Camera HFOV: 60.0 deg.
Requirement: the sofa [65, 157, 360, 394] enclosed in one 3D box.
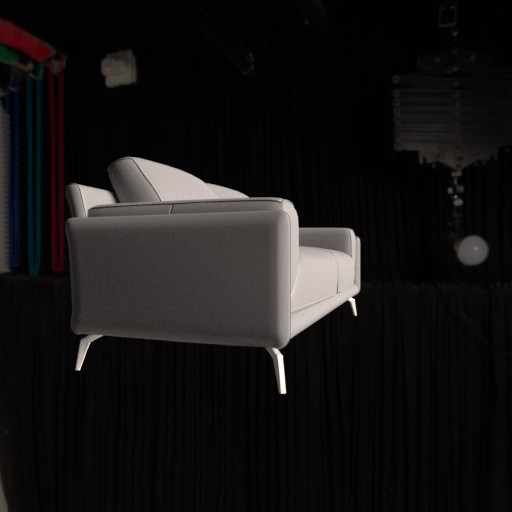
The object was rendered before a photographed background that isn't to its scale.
[{"bbox_3d":[0.000,0.000,2.566,0.969,0.900,2.100,0,0,19],"label":"sofa"}]
